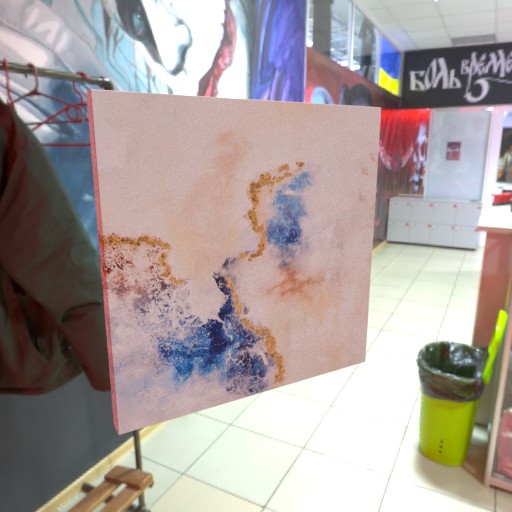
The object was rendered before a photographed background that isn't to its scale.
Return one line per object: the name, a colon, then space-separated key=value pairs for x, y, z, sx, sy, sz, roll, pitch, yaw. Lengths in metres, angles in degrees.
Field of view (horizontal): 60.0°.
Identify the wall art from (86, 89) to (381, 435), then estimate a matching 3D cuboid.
wall art: x=0.000 y=0.000 z=1.596 sx=1.061 sy=1.061 sz=0.071 roll=-7 pitch=15 yaw=-28
